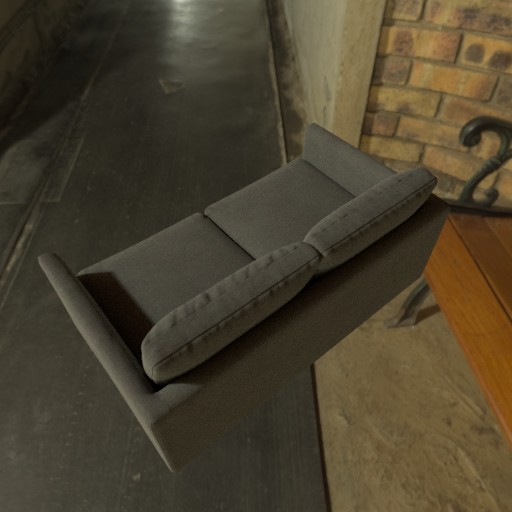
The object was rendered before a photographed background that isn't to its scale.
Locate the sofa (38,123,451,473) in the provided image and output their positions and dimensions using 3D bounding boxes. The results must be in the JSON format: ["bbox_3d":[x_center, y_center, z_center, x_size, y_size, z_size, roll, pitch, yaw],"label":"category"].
[{"bbox_3d":[0.000,0.000,2.447,1.909,0.845,1.091,-32,56,-25],"label":"sofa"}]
